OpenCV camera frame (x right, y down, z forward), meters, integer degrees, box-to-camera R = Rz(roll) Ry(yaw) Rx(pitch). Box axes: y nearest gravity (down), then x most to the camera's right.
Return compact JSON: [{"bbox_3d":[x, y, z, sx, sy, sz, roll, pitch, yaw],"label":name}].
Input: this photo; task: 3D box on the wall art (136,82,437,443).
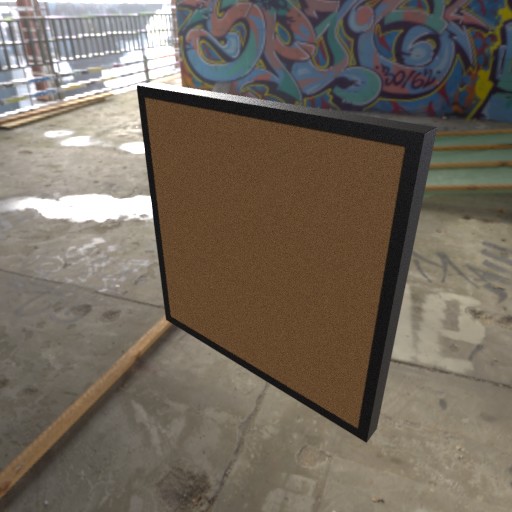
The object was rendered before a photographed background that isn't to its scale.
[{"bbox_3d":[0.000,0.000,0.757,0.506,0.506,0.037,23,37,34],"label":"wall art"}]
